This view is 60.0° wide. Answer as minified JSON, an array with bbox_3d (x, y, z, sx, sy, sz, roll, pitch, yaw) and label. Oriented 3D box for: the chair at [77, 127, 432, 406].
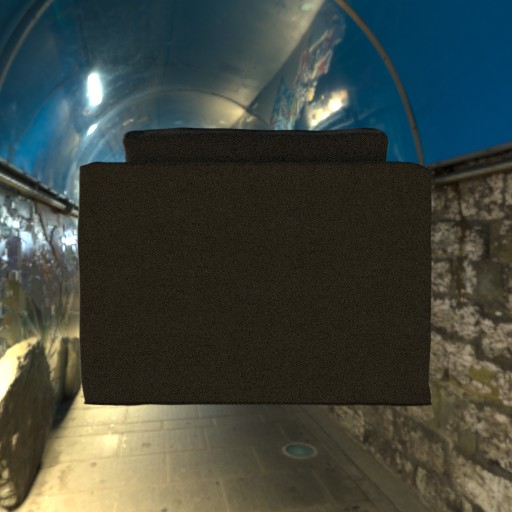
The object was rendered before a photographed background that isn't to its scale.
[{"bbox_3d":[0.000,0.000,1.735,1.057,0.863,0.949,0,0,1],"label":"chair"}]
